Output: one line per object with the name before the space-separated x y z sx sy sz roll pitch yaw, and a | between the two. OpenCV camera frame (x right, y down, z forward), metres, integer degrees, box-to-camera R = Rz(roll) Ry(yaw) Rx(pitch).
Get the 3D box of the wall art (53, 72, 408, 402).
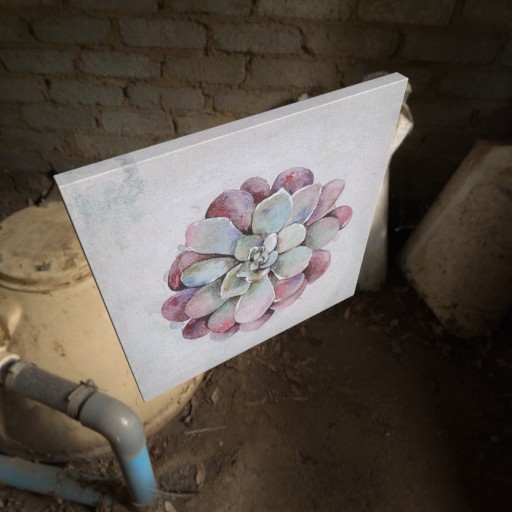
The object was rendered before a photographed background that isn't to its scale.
wall art | 0.000 0.000 1.130 0.762 0.762 0.041 -23 51 -21
